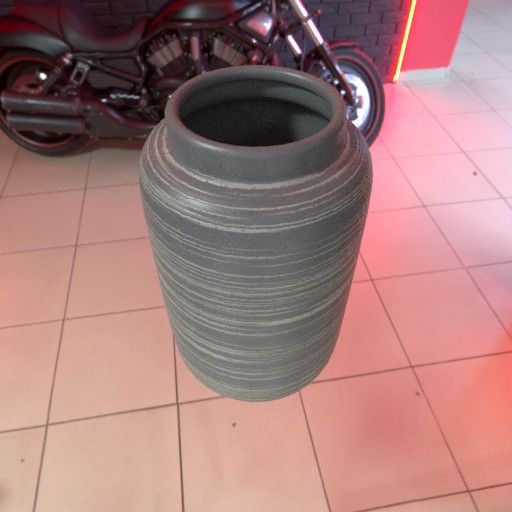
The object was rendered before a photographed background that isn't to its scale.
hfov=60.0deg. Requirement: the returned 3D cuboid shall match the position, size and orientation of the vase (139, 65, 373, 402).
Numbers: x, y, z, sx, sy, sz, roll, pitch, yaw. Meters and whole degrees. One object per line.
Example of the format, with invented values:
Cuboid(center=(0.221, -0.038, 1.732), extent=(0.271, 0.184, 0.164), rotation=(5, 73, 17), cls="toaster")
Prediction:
Cuboid(center=(0.000, 0.000, 0.675), extent=(0.297, 0.499, 0.297), rotation=(0, 46, 0), cls="vase")
